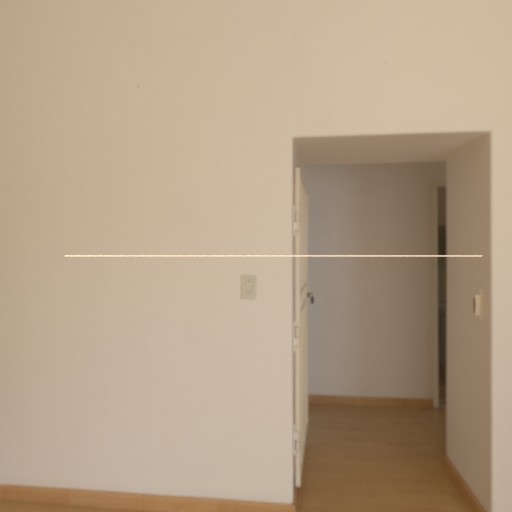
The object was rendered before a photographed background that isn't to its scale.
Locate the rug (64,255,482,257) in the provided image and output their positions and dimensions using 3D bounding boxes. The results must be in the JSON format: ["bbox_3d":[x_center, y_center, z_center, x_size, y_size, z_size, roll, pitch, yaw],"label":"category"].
[{"bbox_3d":[0.000,0.000,2.975,2.227,0.008,1.611,0,0,-18],"label":"rug"}]
